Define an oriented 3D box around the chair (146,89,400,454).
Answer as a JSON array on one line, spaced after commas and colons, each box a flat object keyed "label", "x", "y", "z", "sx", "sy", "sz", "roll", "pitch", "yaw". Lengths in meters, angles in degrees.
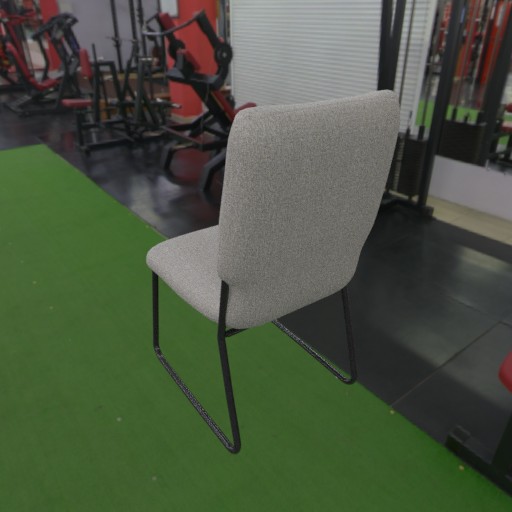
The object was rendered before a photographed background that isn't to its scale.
[{"label": "chair", "x": 0.000, "y": 0.000, "z": 1.181, "sx": 0.448, "sy": 0.864, "sz": 0.560, "roll": -19, "pitch": 34, "yaw": -30}]
